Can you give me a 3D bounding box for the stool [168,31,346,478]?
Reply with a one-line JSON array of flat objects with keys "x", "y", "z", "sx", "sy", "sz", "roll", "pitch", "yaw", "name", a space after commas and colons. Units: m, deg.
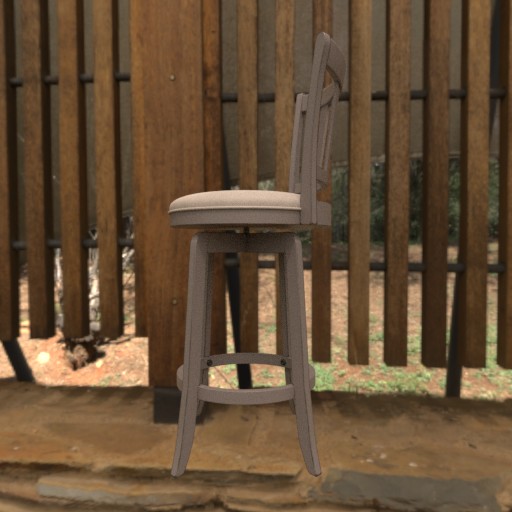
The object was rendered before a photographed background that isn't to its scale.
[{"x": 0.000, "y": 0.000, "z": 1.219, "sx": 0.475, "sy": 1.023, "sz": 0.436, "roll": 0, "pitch": 1, "yaw": -1, "name": "stool"}]
